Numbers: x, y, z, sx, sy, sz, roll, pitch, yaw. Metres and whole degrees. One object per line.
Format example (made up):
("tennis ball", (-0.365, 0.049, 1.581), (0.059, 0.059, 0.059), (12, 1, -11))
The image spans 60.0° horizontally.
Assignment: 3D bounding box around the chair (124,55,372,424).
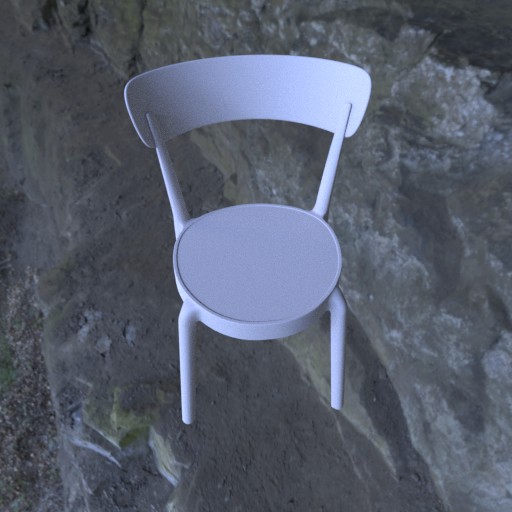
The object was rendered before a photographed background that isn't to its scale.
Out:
("chair", (0.000, 0.000, 1.101), (0.506, 0.790, 0.491), (-4, 48, -4))
